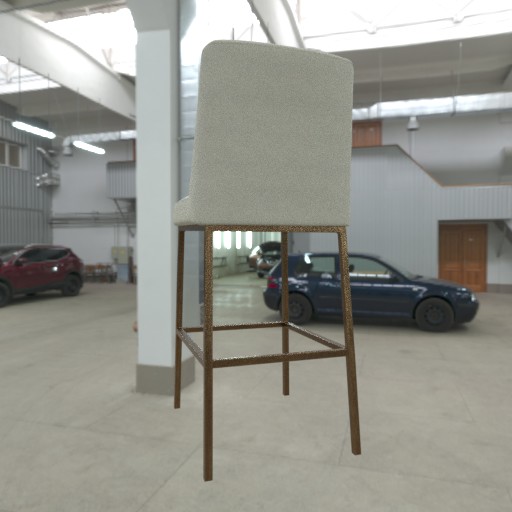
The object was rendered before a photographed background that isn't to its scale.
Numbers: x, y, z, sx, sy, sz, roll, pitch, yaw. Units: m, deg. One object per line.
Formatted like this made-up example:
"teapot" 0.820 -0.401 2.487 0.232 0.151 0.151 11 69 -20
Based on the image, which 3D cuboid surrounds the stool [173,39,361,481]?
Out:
"stool" 0.000 0.000 1.384 0.462 1.084 0.546 0 1 -19
